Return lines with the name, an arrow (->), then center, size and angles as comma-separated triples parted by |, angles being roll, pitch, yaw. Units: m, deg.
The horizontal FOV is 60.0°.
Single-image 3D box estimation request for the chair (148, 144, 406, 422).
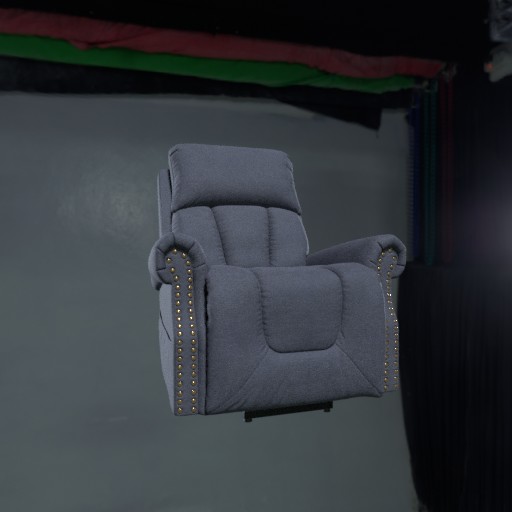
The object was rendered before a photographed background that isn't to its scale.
chair -> 0.000, 0.000, 1.764 | 0.871, 1.031, 0.979 | 0, 1, -18
